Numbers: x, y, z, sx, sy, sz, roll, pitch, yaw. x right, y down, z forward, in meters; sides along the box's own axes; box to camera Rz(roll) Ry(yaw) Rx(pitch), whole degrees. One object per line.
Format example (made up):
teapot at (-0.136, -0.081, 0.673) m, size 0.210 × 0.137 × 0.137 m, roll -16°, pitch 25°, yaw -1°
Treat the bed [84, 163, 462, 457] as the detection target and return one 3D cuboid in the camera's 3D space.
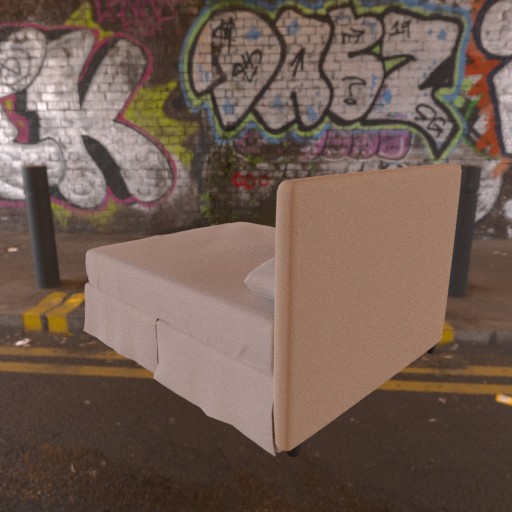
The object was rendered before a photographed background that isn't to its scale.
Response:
bed at (0.000, 0.000, 3.173) m, size 1.748 × 1.330 × 2.142 m, roll -14°, pitch 21°, yaw -43°
